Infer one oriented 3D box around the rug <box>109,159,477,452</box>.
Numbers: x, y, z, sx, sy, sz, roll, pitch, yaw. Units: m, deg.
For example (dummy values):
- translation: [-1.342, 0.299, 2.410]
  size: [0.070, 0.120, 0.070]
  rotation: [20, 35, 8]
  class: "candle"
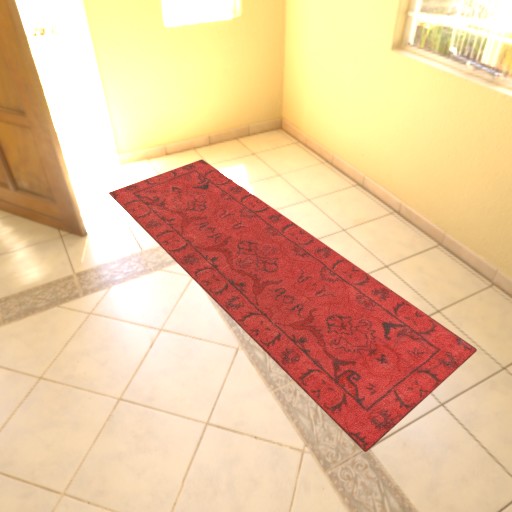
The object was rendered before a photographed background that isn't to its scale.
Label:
- translation: [0.000, 0.000, 2.686]
  size: [0.813, 0.018, 2.439]
  rotation: [-27, 47, -28]
  class: "rug"
